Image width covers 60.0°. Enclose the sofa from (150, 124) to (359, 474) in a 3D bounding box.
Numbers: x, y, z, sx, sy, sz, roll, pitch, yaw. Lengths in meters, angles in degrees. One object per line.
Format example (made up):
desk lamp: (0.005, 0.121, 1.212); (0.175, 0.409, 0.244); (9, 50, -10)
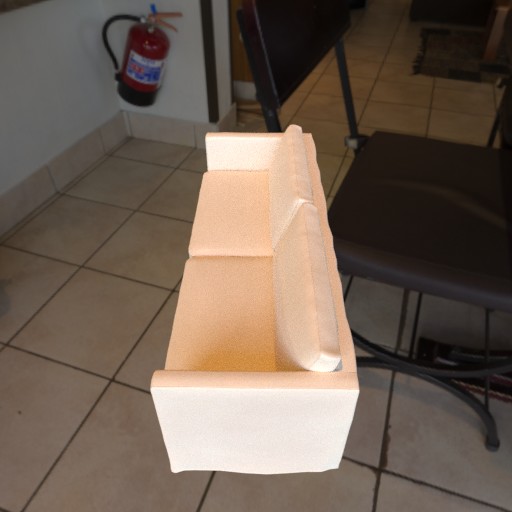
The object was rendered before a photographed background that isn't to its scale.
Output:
sofa: (0.000, 0.000, 3.332); (1.036, 0.999, 2.779); (0, 41, 1)
